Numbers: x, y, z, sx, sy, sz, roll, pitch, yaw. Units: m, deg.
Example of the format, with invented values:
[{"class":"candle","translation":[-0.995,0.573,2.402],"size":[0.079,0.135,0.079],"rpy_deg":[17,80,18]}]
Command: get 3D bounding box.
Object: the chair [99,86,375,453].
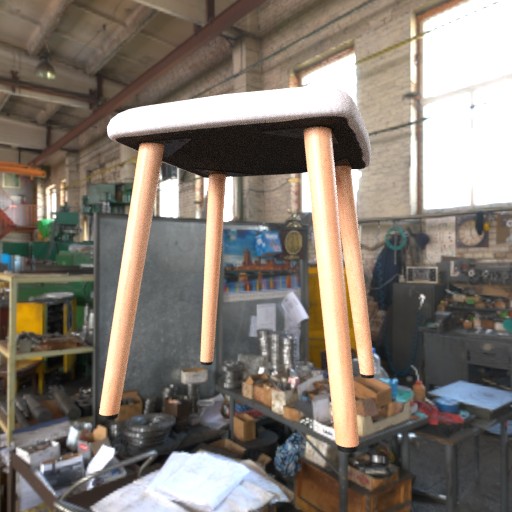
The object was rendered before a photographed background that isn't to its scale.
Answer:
[{"class":"chair","translation":[0.000,0.000,0.705],"size":[0.350,0.440,0.350],"rpy_deg":[0,0,18]}]
